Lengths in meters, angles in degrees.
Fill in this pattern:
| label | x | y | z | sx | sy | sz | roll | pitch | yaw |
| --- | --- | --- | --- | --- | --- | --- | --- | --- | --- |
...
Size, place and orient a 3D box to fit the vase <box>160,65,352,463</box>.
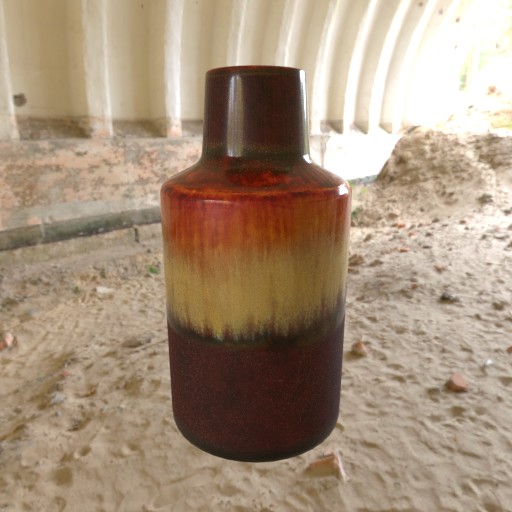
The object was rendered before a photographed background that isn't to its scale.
| label | x | y | z | sx | sy | sz | roll | pitch | yaw |
| --- | --- | --- | --- | --- | --- | --- | --- | --- | --- |
| vase | 0.000 | 0.000 | 0.263 | 0.108 | 0.204 | 0.108 | 0 | 16 | 0 |
